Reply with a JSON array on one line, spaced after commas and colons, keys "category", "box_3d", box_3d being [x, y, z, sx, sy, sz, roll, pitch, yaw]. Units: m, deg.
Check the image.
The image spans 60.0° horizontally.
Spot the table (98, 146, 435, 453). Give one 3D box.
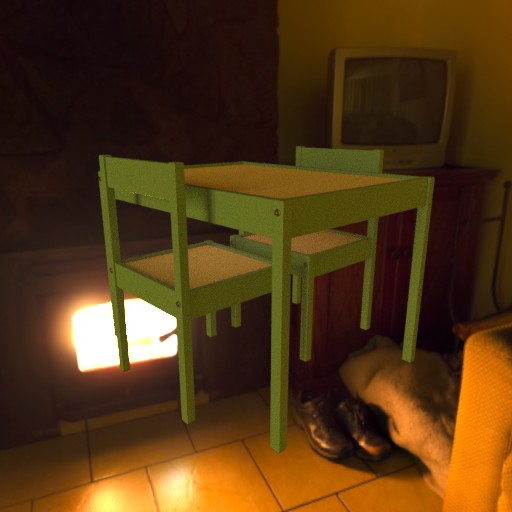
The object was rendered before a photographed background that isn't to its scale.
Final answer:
[{"category": "table", "box_3d": [0.000, 0.000, 1.100, 0.633, 0.503, 0.639, -15, 22, -41]}]
